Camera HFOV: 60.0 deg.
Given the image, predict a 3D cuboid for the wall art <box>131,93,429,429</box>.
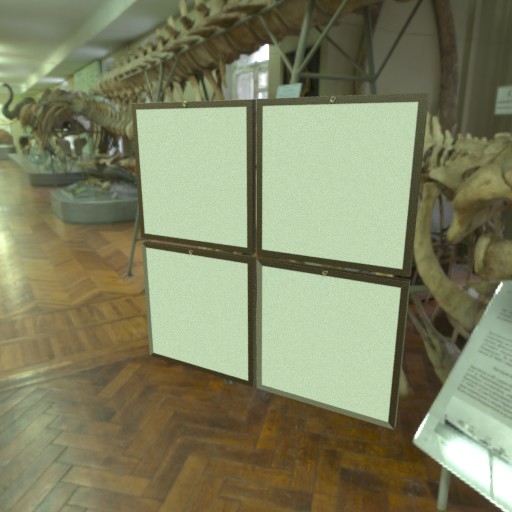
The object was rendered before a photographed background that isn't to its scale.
[{"bbox_3d":[0.000,0.000,1.543,1.032,1.032,0.030,8,18,27],"label":"wall art"}]
